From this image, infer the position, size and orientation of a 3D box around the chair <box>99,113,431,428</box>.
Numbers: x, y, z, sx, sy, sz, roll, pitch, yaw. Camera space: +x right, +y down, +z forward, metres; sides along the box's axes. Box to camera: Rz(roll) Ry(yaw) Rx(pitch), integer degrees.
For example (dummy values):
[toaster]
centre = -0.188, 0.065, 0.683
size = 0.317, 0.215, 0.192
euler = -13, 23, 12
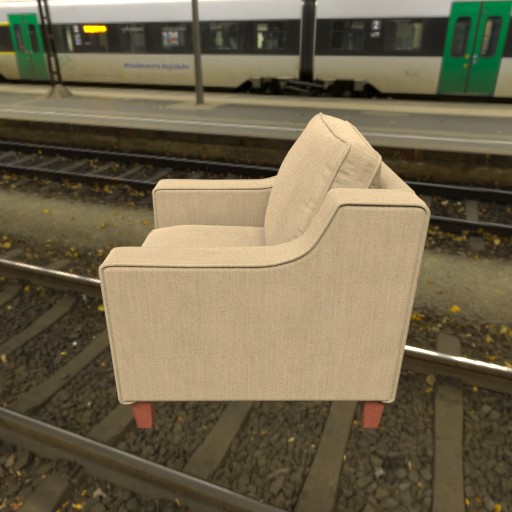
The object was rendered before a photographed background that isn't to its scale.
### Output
[chair]
centre = 0.000, 0.000, 1.659
size = 0.909, 0.960, 0.831
euler = 0, 26, 0
